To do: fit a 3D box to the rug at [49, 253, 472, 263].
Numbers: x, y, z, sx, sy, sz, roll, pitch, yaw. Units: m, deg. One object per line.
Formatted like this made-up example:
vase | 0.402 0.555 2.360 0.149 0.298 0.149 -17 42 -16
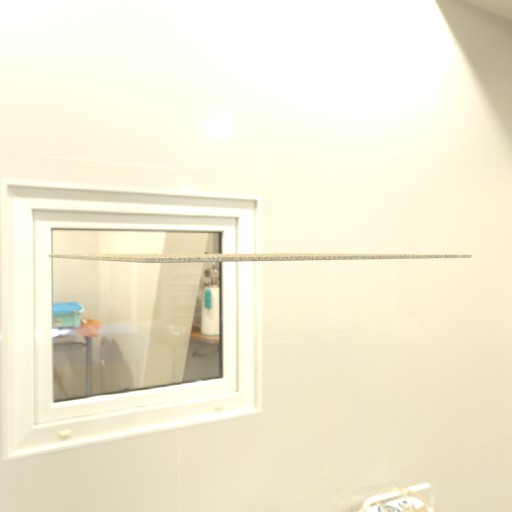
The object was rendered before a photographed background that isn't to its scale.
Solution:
rug | 0.000 0.000 3.980 3.001 0.025 2.401 0 1 -36
